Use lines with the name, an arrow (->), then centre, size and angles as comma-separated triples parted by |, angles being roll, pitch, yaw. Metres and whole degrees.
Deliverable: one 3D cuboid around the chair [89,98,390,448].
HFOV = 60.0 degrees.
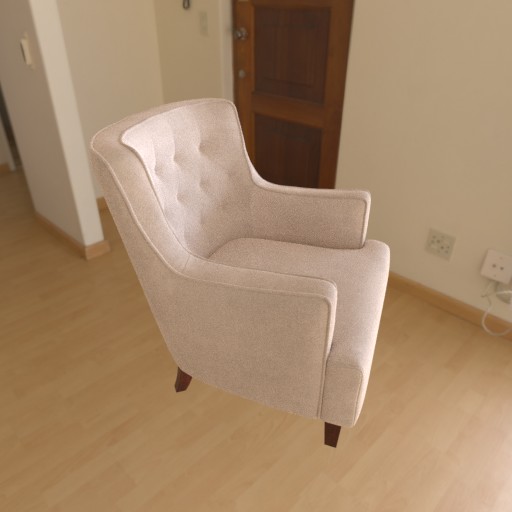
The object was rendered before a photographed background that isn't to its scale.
chair -> 0.000, 0.000, 1.578 | 0.910, 0.920, 0.781 | 11, 33, 17
